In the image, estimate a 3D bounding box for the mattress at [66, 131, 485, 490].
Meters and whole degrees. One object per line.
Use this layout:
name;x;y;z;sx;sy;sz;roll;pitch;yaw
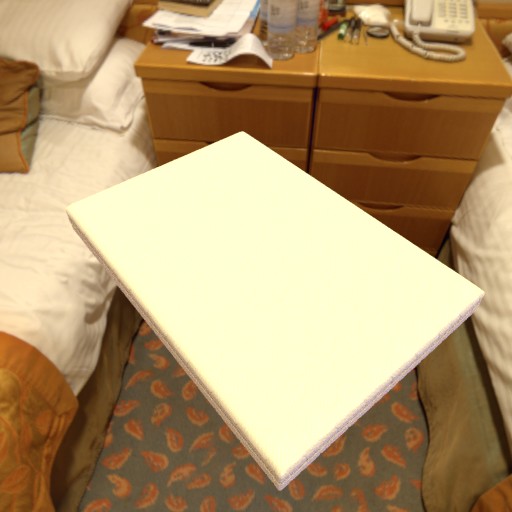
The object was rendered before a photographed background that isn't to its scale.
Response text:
mattress;0.000;0.000;2.534;1.400;0.200;2.000;-31;54;-26
